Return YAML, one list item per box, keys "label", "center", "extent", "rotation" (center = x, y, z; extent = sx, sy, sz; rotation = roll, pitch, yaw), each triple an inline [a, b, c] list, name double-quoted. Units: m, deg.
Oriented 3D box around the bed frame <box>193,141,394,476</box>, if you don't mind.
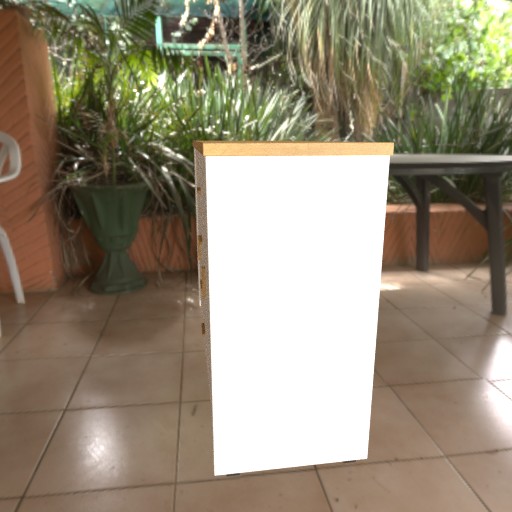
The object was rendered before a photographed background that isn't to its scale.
- label: "bed frame"
  center: [0.000, 0.000, 1.697]
  extent: [0.430, 0.850, 1.300]
  rotation: [-2, 15, -9]
